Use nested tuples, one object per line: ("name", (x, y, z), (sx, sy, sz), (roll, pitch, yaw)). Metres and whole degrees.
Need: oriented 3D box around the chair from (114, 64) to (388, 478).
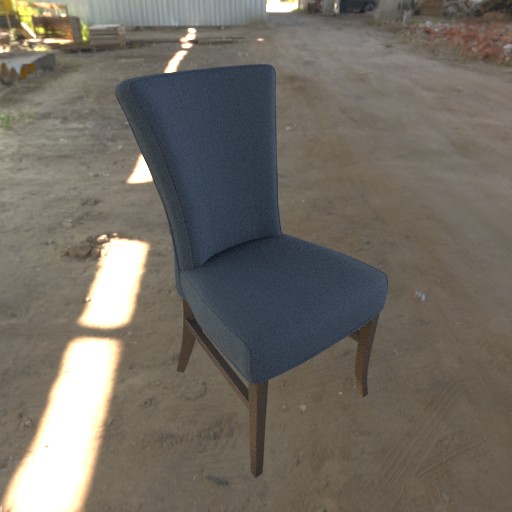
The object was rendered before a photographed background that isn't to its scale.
("chair", (0.000, 0.000, 1.335), (0.520, 0.991, 0.660), (-22, 37, -32))
